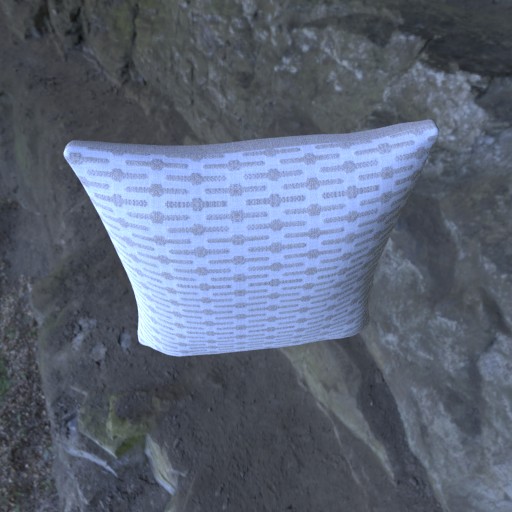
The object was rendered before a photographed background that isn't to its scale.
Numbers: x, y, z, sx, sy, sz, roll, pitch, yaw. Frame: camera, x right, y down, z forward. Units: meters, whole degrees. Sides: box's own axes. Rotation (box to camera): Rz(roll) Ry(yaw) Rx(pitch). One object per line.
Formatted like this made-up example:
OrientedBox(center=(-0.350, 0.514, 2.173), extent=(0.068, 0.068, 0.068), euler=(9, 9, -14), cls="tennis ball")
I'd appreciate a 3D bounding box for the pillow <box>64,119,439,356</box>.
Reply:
OrientedBox(center=(0.000, 0.000, 0.766), extent=(0.496, 0.491, 0.219), euler=(-5, 47, -4), cls="pillow")
